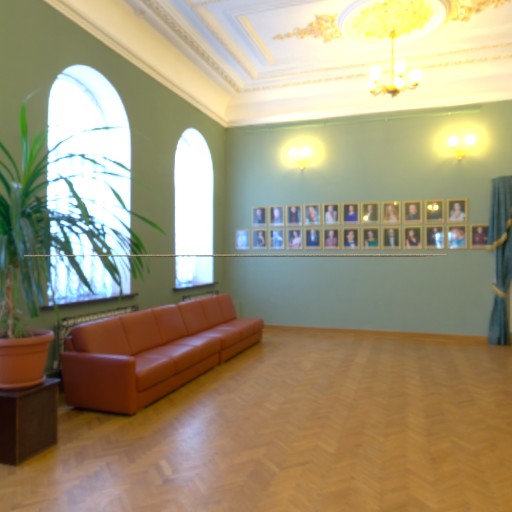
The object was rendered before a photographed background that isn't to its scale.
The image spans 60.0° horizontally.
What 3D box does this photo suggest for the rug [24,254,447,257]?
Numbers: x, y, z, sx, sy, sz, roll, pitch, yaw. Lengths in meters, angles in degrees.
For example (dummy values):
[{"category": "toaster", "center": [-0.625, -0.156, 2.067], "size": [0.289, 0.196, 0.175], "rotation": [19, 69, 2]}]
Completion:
[{"category": "rug", "center": [0.000, 0.000, 4.164], "size": [3.045, 0.008, 2.421], "rotation": [0, 0, 17]}]
